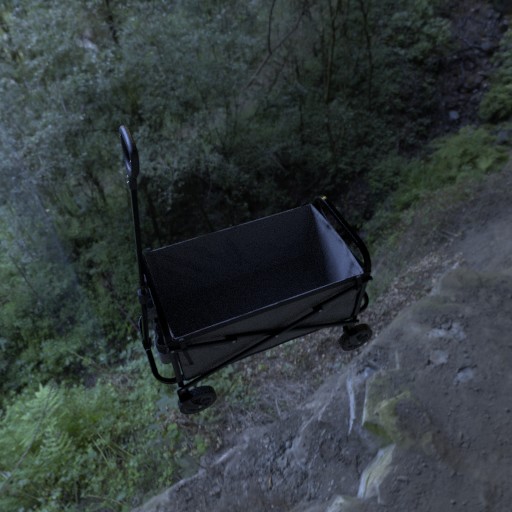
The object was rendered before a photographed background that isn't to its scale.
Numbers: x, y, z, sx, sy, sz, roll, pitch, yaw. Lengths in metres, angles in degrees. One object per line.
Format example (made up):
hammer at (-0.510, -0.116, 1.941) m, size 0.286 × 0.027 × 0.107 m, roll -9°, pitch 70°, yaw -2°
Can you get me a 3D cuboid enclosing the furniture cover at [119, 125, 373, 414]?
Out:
furniture cover at (0.000, 0.000, 1.754) m, size 1.038 × 1.295 × 0.532 m, roll -18°, pitch 50°, yaw -15°
